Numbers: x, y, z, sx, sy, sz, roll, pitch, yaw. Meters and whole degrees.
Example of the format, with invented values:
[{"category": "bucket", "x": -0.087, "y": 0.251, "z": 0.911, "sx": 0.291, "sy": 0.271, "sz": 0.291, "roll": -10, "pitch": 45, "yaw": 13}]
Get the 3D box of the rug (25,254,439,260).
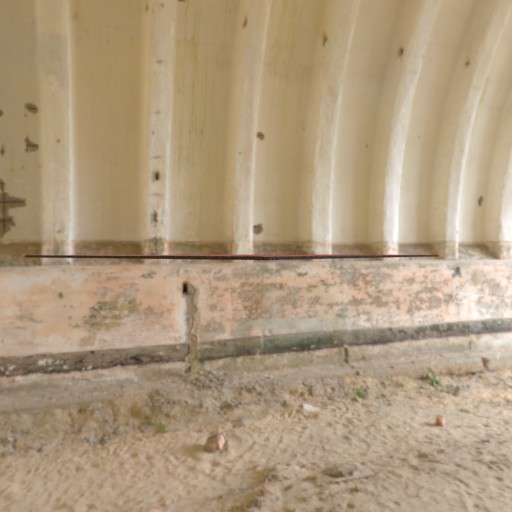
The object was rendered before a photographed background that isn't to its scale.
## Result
[{"category": "rug", "x": 0.000, "y": 0.000, "z": 4.049, "sx": 2.411, "sy": 0.020, "sz": 3.032, "roll": 0, "pitch": 0, "yaw": 37}]
